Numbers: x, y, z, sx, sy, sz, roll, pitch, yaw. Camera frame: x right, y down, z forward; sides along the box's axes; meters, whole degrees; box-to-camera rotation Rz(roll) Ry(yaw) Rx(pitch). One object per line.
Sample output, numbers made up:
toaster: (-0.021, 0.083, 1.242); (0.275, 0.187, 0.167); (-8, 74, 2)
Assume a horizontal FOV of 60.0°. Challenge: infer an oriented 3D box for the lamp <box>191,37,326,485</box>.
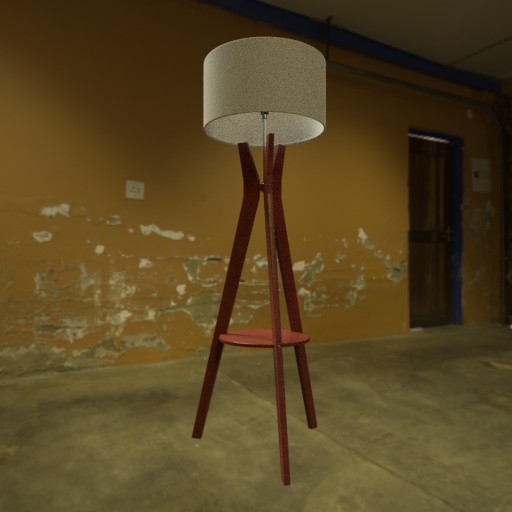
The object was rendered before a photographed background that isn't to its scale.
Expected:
lamp: (0.000, 0.000, 1.731); (0.542, 1.472, 0.539); (0, -1, 17)
